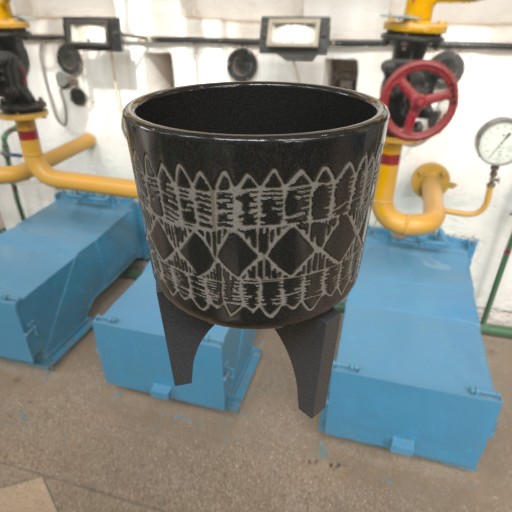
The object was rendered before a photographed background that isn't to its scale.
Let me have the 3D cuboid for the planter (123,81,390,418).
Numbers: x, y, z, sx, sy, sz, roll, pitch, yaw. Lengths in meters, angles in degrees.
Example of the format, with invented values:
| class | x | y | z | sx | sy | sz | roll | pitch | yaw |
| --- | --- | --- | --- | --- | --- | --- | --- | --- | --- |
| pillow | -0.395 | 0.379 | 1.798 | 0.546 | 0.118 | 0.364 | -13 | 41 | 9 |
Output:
| class | x | y | z | sx | sy | sz | roll | pitch | yaw |
| --- | --- | --- | --- | --- | --- | --- | --- | --- | --- |
| planter | 0.000 | 0.000 | 0.265 | 0.129 | 0.177 | 0.129 | 0 | 30 | 0 |
